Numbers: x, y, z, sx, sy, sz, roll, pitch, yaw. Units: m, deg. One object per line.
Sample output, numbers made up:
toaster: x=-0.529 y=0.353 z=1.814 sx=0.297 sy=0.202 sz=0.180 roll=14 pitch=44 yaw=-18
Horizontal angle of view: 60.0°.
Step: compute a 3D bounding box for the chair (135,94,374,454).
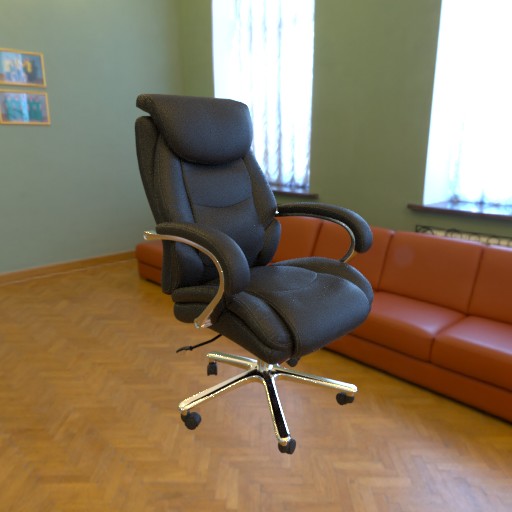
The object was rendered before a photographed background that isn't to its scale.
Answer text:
chair: x=0.000 y=0.000 z=1.671 sx=0.790 sy=1.183 sz=0.755 roll=14 pitch=20 yaw=42
